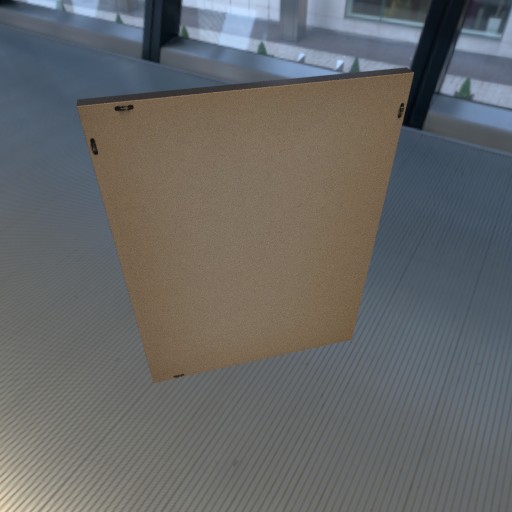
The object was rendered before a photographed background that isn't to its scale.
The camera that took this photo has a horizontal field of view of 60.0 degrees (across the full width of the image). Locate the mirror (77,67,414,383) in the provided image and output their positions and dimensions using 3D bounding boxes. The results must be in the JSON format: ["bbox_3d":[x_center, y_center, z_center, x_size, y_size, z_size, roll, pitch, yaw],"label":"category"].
[{"bbox_3d":[0.000,0.000,1.322,0.762,1.016,0.041,-10,43,-11],"label":"mirror"}]
